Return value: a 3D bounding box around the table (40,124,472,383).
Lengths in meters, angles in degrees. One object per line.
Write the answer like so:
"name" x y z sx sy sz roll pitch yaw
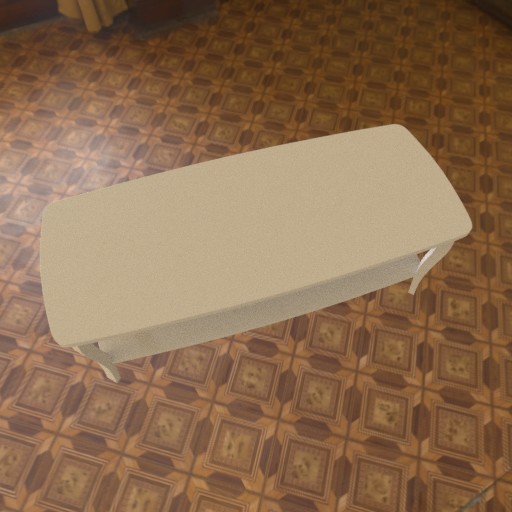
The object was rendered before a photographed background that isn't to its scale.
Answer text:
"table" 0.000 0.000 1.613 1.334 0.474 0.561 -15 59 -9
